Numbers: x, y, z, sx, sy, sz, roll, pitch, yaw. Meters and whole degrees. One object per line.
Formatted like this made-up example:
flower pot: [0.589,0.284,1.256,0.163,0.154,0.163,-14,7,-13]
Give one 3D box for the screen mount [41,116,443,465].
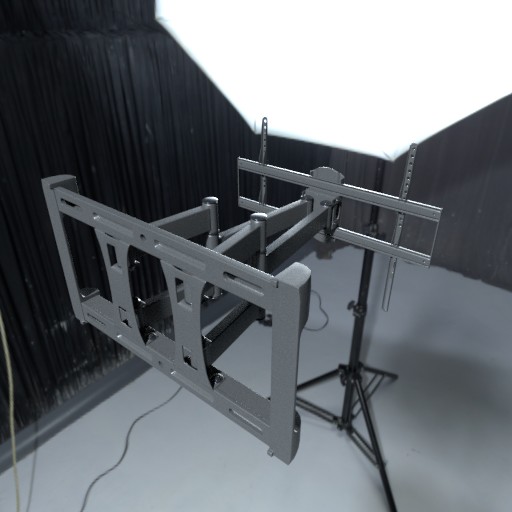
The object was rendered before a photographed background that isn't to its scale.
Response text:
screen mount: [0.000,0.000,1.072,0.661,0.491,0.644,22,36,33]
